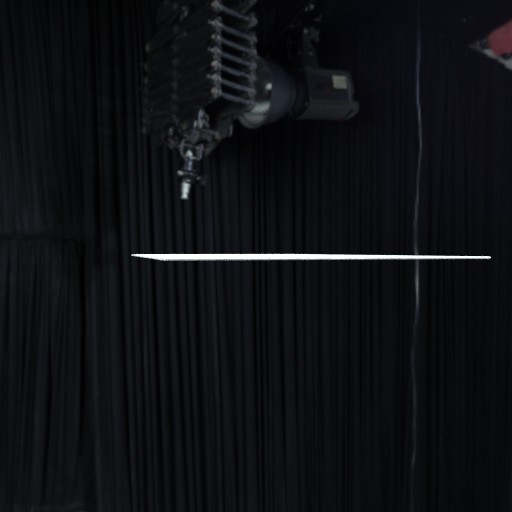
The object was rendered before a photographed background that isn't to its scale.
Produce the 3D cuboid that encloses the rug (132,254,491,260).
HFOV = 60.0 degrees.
[{"bbox_3d":[0.000,0.000,3.004,1.512,0.009,2.457,0,1,-18],"label":"rug"}]
